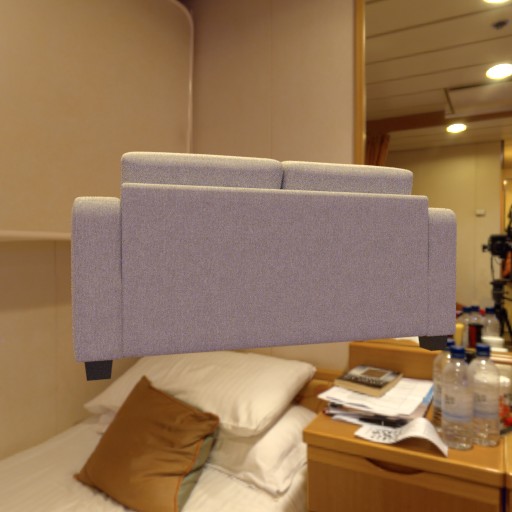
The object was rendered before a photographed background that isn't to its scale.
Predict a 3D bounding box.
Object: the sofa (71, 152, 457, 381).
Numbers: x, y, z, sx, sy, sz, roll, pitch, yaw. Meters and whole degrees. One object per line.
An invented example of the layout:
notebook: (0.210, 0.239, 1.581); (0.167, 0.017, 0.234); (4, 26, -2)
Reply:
sofa: (0.000, 0.000, 2.071); (1.540, 0.800, 0.900); (0, 1, -18)
